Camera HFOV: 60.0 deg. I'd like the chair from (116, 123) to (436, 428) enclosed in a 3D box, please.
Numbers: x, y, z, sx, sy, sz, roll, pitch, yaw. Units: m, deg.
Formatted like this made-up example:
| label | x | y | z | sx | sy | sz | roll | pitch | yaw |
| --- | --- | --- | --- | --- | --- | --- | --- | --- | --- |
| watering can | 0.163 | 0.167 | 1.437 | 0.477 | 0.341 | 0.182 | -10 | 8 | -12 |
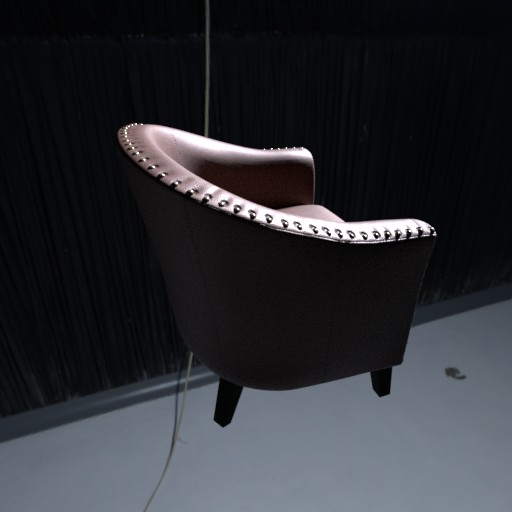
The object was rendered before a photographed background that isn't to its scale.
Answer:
| label | x | y | z | sx | sy | sz | roll | pitch | yaw |
| --- | --- | --- | --- | --- | --- | --- | --- | --- | --- |
| chair | 0.000 | 0.000 | 1.425 | 0.748 | 0.823 | 0.794 | -10 | 31 | -17 |
